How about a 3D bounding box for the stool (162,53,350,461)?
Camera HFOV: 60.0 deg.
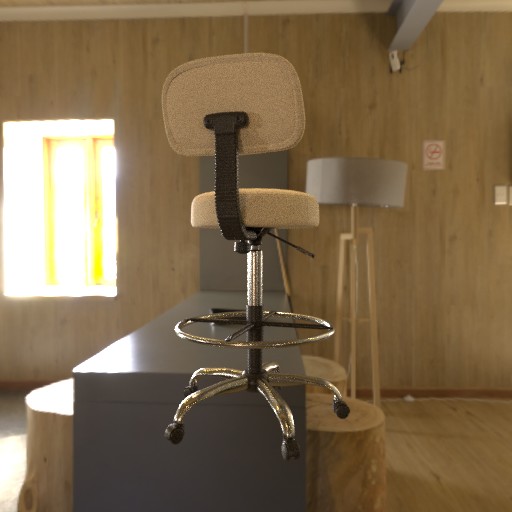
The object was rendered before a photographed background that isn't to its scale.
[{"bbox_3d":[0.000,0.000,1.471,0.609,1.080,0.616,1,2,17],"label":"stool"}]
